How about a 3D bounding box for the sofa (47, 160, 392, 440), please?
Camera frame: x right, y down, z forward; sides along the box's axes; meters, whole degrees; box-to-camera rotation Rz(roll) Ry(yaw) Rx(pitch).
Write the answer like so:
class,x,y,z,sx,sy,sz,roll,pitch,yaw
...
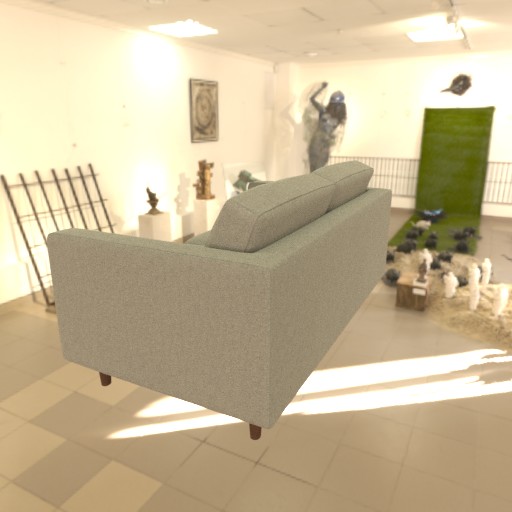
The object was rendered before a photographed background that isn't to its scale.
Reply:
class,x,y,z,sx,sy,sz,roll,pitch,yaw
sofa,0.000,0.000,2.288,1.000,0.900,1.731,9,19,26
